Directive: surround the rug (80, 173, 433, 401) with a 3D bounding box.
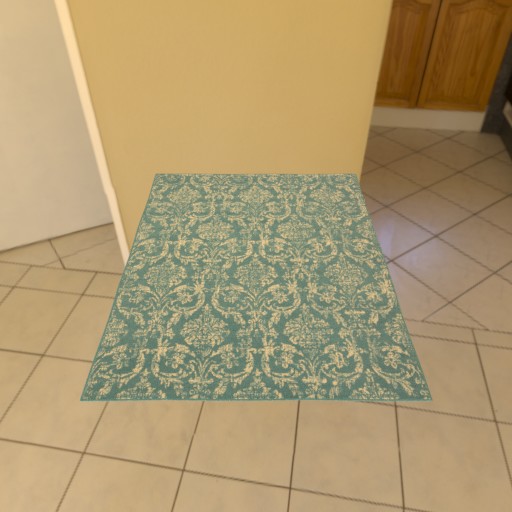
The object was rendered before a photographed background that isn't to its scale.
[{"bbox_3d":[0.000,0.000,4.094,2.363,0.012,2.980,0,41,0],"label":"rug"}]
